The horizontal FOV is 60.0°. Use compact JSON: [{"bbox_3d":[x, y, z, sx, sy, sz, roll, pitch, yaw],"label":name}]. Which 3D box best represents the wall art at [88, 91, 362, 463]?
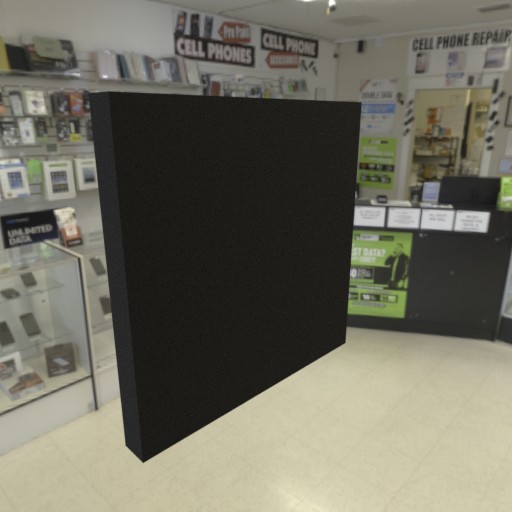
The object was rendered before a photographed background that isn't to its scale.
[{"bbox_3d":[0.000,0.000,0.455,0.308,0.305,0.030,-16,24,-42],"label":"wall art"}]
